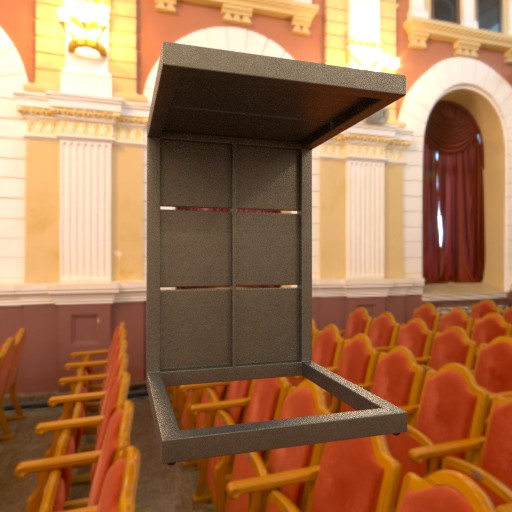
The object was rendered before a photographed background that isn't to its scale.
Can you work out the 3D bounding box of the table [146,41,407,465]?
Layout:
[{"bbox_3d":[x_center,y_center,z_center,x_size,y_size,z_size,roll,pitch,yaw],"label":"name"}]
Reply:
[{"bbox_3d":[0.000,0.000,0.889,0.405,0.609,0.420,0,-1,-17],"label":"table"}]
